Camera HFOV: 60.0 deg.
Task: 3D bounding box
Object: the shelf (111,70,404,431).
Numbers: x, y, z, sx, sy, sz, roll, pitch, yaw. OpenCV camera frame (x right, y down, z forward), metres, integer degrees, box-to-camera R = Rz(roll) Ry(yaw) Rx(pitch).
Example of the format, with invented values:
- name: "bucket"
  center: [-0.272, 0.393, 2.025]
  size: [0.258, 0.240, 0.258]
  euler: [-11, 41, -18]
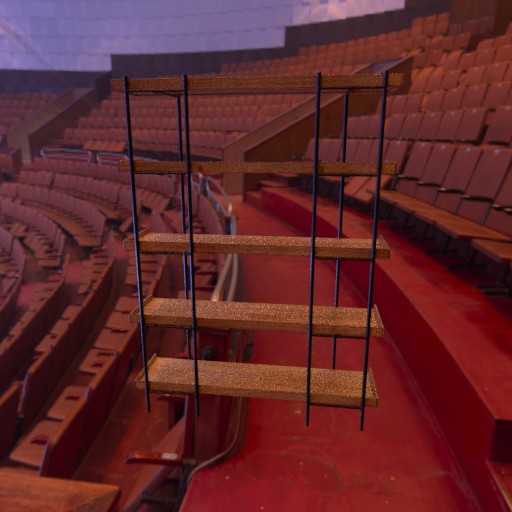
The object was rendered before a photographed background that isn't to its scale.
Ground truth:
- name: "shelf"
  center: [0.000, 0.000, 2.441]
  size: [1.371, 1.826, 0.379]
  euler: [2, 15, 8]
